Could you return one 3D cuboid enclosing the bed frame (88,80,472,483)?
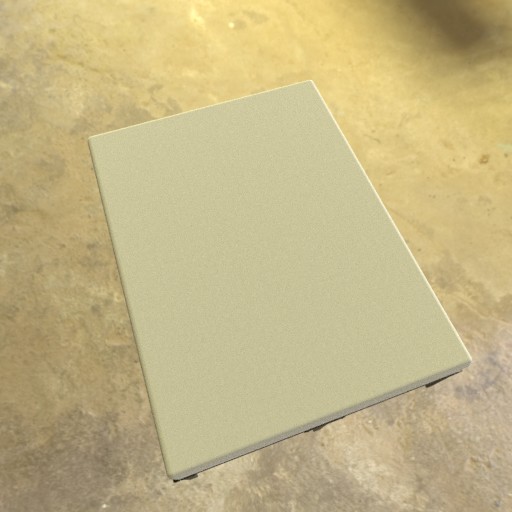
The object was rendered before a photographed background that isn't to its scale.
[{"bbox_3d":[0.000,0.000,3.440,1.990,0.680,2.635,-18,65,-9],"label":"bed frame"}]
